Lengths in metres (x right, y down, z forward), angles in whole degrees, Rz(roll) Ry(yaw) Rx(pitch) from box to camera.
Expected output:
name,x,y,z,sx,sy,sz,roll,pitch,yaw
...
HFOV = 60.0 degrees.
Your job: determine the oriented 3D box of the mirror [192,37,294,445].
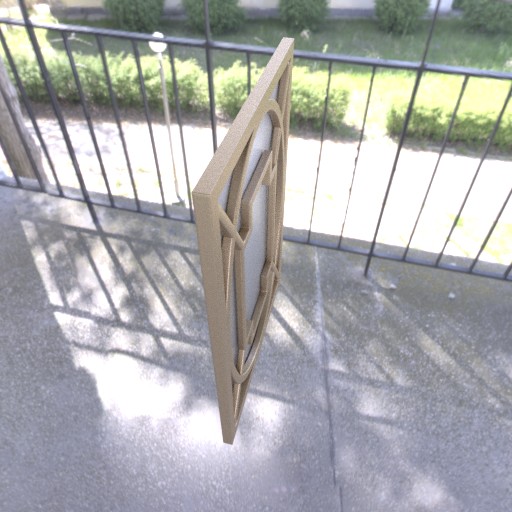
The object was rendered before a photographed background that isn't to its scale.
name,x,y,z,sx,sy,sz,roll,pitch,yaw
mirror,0.000,0.000,1.362,0.032,1.023,0.756,10,46,10
